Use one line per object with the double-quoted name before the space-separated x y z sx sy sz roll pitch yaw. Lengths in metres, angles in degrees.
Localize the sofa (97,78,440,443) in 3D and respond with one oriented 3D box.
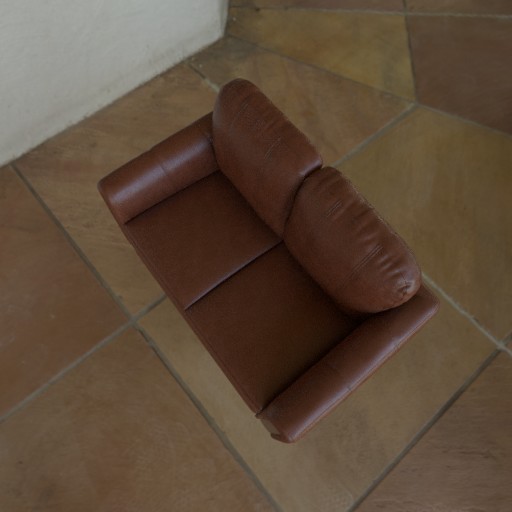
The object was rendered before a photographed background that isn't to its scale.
"sofa" 0.000 0.000 1.993 0.805 0.906 1.406 -35 69 -15
